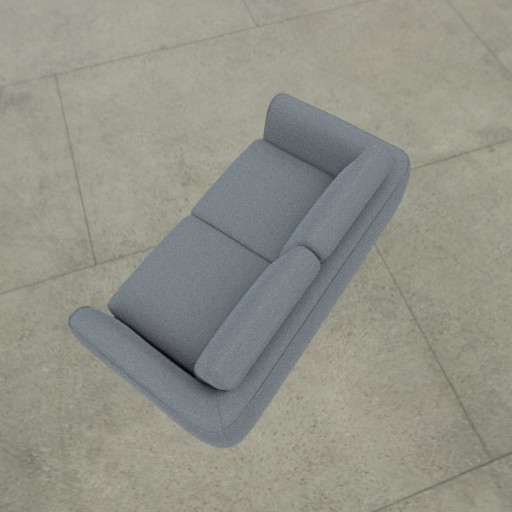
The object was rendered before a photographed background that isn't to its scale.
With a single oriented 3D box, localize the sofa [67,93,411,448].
[{"bbox_3d":[0.000,0.000,2.252,0.920,0.850,1.700,32,68,15],"label":"sofa"}]
